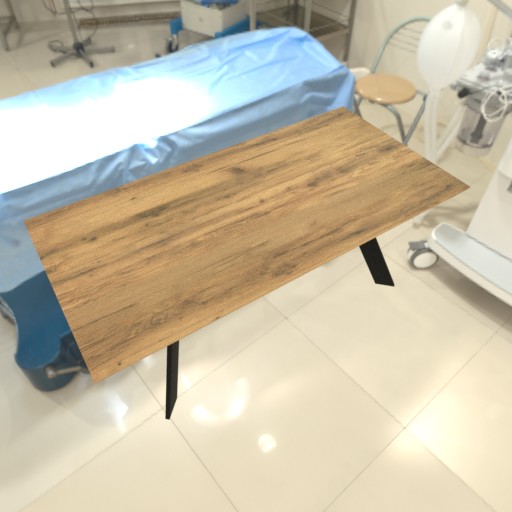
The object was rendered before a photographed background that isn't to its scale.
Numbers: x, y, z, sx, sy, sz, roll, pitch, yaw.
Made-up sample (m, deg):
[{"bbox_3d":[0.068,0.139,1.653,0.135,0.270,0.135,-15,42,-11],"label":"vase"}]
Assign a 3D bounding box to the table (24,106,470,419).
[{"bbox_3d":[0.000,0.000,2.485,2.000,0.770,1.000,-26,52,-22],"label":"table"}]
